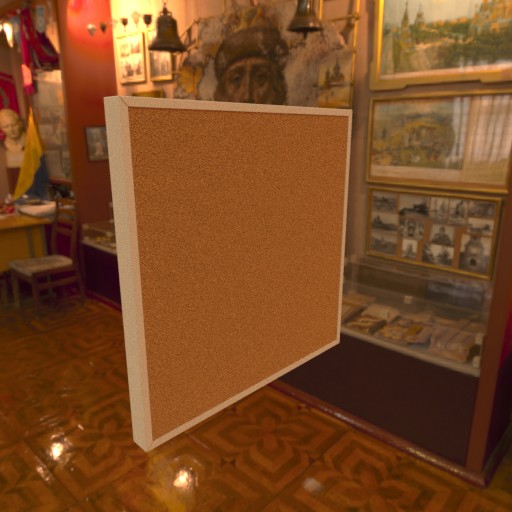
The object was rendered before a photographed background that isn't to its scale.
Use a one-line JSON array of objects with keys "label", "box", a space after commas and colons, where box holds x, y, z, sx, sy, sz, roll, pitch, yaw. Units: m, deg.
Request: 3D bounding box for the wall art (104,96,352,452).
[{"label": "wall art", "box": [0.000, 0.000, 0.786, 0.037, 0.508, 0.508, 15, 22, 43]}]
